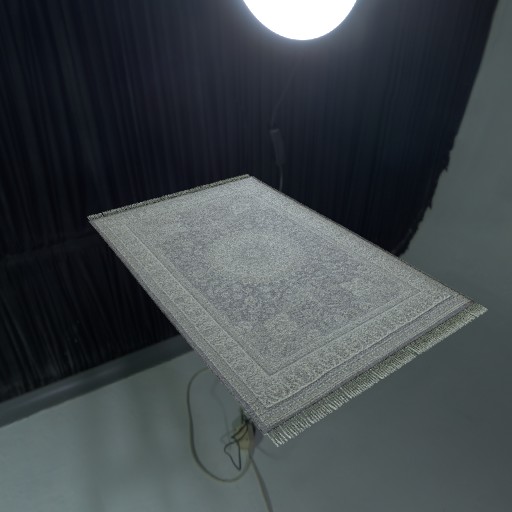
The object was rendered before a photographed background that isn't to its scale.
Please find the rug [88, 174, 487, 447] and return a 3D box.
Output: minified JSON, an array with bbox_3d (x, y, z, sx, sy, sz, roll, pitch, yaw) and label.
[{"bbox_3d":[0.000,0.000,2.986,1.528,0.010,2.440,-21,38,-29],"label":"rug"}]
